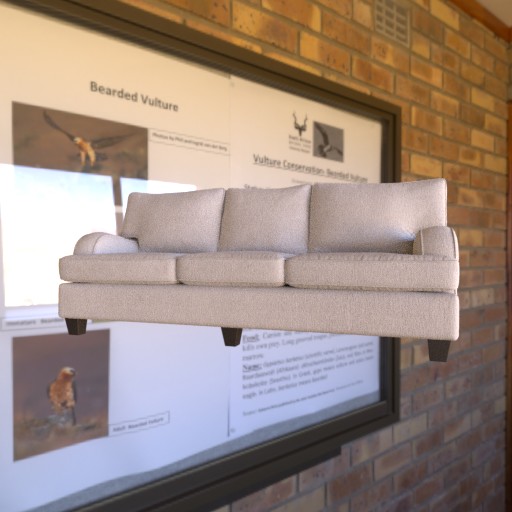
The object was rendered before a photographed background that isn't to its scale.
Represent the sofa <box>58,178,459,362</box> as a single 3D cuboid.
[{"bbox_3d":[0.000,0.000,2.851,2.323,0.991,1.016,0,0,19],"label":"sofa"}]
